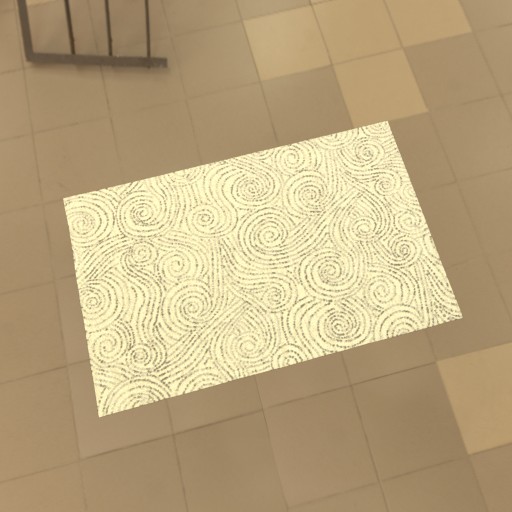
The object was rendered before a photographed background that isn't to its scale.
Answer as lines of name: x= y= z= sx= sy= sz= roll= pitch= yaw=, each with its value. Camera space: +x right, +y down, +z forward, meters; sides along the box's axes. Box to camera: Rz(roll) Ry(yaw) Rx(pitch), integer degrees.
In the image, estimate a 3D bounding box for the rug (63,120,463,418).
rug: x=0.000 y=0.000 z=3.041 sx=2.439 sy=0.005 sz=1.524 roll=-14 pitch=76 yaw=-4
